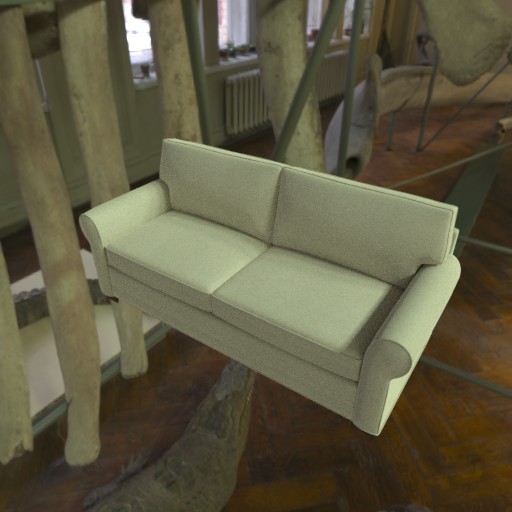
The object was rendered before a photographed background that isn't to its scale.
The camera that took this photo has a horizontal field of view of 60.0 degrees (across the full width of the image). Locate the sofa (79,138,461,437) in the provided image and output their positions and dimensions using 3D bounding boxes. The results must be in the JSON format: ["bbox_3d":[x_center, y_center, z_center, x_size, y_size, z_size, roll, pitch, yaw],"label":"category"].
[{"bbox_3d":[0.000,0.000,2.653,2.146,0.962,0.901,20,38,29],"label":"sofa"}]
